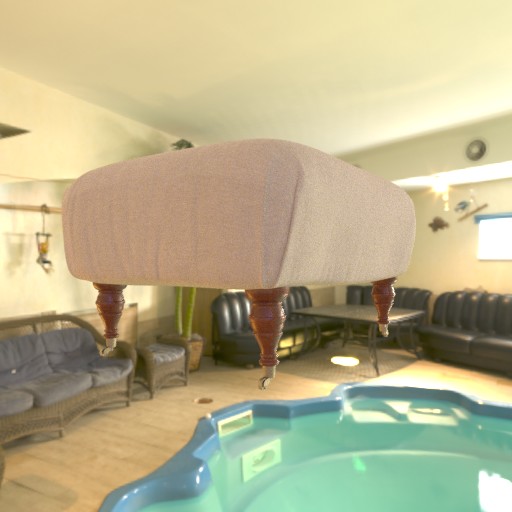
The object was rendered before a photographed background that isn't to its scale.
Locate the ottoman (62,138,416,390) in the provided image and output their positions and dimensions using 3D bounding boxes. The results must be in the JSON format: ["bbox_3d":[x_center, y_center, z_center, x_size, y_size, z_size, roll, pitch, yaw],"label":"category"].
[{"bbox_3d":[0.000,0.000,1.117,0.622,0.450,0.746,0,0,36],"label":"ottoman"}]
